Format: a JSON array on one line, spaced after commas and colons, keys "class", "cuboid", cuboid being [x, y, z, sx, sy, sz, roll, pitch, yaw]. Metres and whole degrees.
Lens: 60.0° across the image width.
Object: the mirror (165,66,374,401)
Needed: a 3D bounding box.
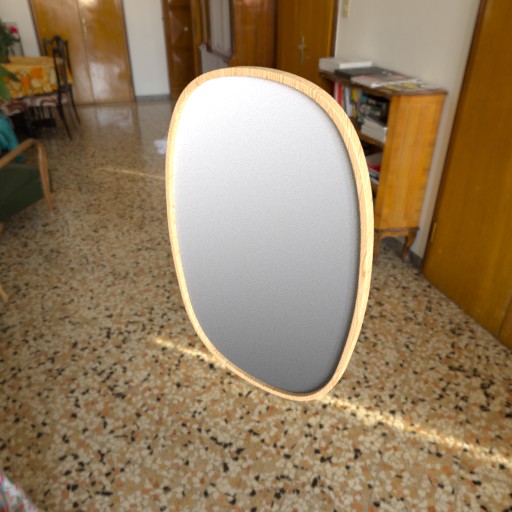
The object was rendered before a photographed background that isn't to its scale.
[{"class": "mirror", "cuboid": [0.000, 0.000, 1.362, 0.724, 1.075, 0.037, 20, 36, 30]}]
